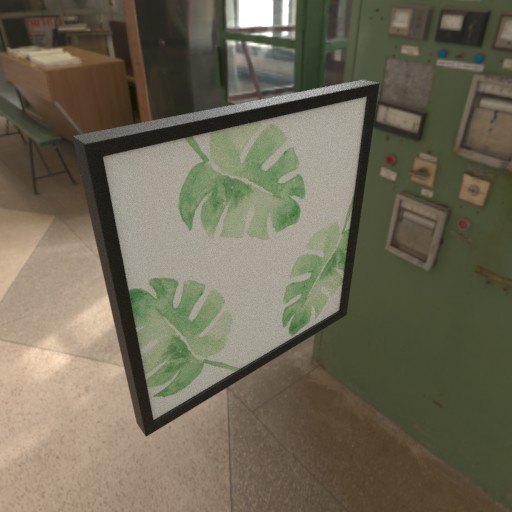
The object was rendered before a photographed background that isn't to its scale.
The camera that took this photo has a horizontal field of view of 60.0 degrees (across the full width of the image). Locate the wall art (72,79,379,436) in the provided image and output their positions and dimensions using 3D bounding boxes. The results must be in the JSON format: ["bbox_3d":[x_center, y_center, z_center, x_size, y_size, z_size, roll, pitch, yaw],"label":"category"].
[{"bbox_3d":[0.000,0.000,0.761,0.508,0.508,0.036,-23,39,-32],"label":"wall art"}]
